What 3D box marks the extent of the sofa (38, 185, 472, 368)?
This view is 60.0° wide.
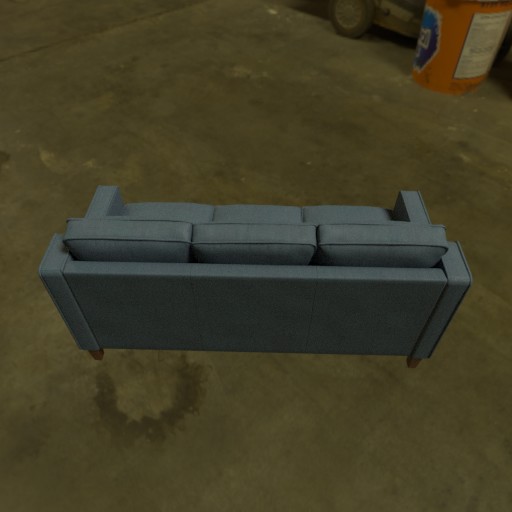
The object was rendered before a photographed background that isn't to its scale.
[{"bbox_3d":[0.000,0.000,2.565,1.986,0.974,0.911,1,46,1],"label":"sofa"}]
